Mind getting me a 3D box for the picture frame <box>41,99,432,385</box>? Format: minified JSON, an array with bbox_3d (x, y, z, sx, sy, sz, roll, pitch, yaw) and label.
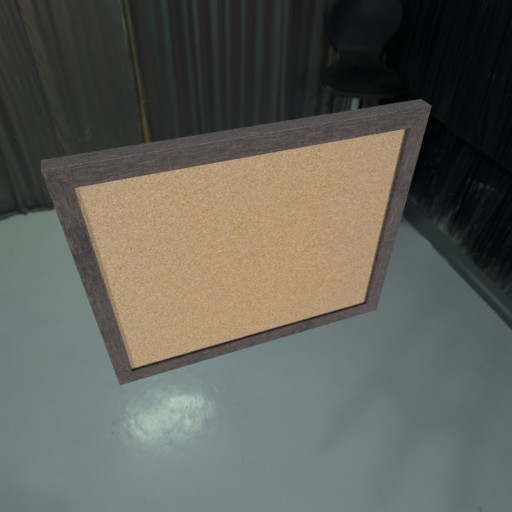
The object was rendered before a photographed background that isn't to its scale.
[{"bbox_3d":[0.000,0.000,0.750,0.546,0.455,0.026,-13,43,-15],"label":"picture frame"}]
